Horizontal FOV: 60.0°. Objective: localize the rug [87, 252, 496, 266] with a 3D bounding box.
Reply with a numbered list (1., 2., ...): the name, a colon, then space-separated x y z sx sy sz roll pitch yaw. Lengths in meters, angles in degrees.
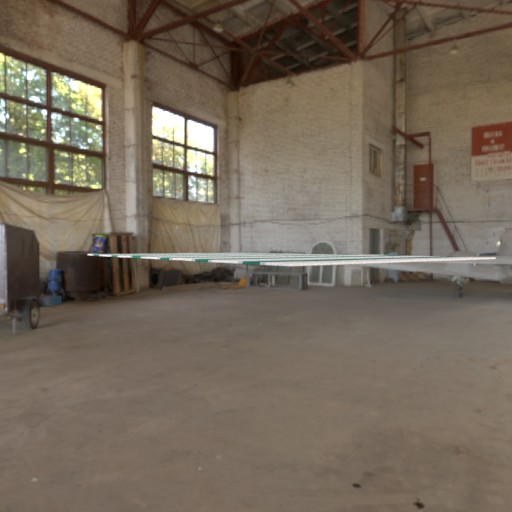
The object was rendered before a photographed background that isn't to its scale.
1. rug: 0.000 0.000 2.983 1.521 0.015 2.436 -1 1 -37
